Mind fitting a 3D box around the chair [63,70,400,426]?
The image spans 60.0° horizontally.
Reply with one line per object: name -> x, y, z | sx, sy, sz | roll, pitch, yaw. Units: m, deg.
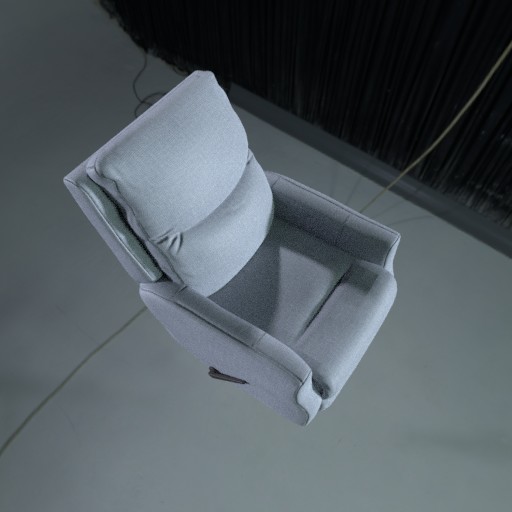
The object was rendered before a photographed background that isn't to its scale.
chair -> 0.000, 0.000, 1.754 | 1.080, 1.030, 0.829 | 31, 64, 18
